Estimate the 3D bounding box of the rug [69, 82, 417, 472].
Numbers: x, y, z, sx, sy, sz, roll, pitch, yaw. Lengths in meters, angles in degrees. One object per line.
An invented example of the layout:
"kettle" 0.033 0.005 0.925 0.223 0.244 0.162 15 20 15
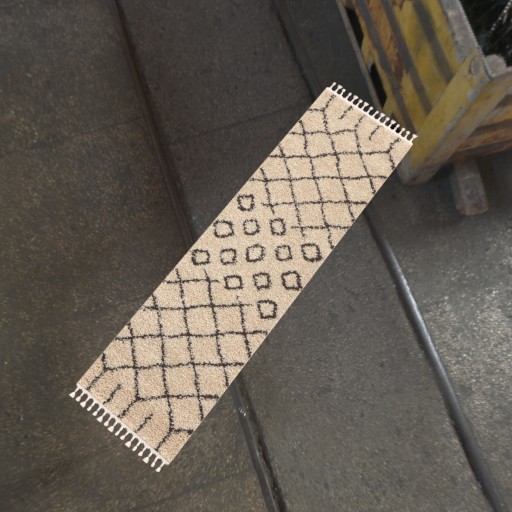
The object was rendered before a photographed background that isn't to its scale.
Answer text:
"rug" 0.000 0.000 2.584 0.660 0.005 2.464 37 79 9
